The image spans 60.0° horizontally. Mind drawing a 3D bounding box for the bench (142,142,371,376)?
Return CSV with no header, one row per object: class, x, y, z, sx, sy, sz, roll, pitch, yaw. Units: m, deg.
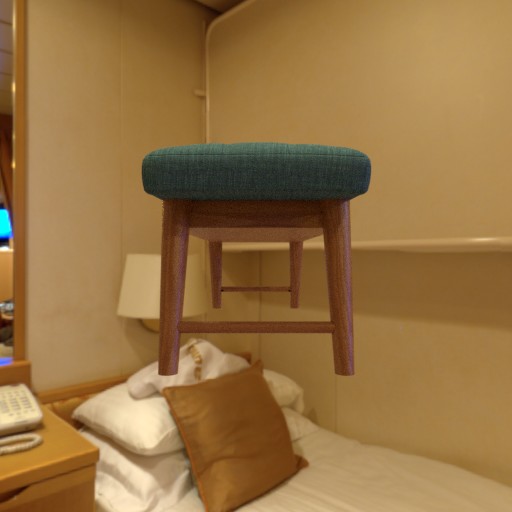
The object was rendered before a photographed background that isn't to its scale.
bench,0.000,0.000,1.331,0.406,0.432,1.118,0,0,0
